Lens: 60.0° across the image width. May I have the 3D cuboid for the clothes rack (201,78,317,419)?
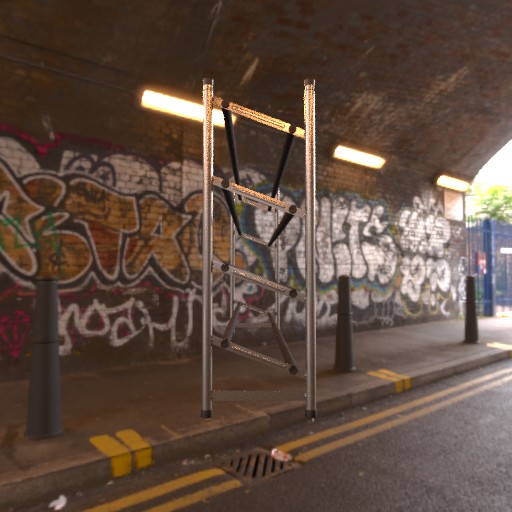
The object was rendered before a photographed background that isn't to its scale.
[{"bbox_3d":[0.000,0.000,1.454,0.229,0.672,1.168,0,-2,-1],"label":"clothes rack"}]
